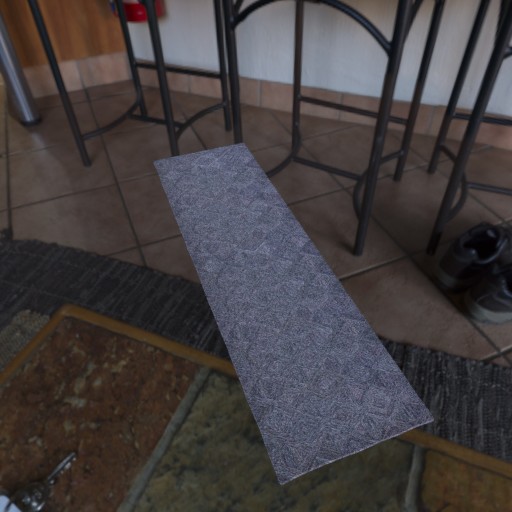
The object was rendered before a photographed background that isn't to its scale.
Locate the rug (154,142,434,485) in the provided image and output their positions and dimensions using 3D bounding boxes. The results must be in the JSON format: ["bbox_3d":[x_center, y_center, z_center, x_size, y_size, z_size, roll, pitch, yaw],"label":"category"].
[{"bbox_3d":[0.000,0.000,2.481,0.691,0.011,2.296,-15,47,-15],"label":"rug"}]
